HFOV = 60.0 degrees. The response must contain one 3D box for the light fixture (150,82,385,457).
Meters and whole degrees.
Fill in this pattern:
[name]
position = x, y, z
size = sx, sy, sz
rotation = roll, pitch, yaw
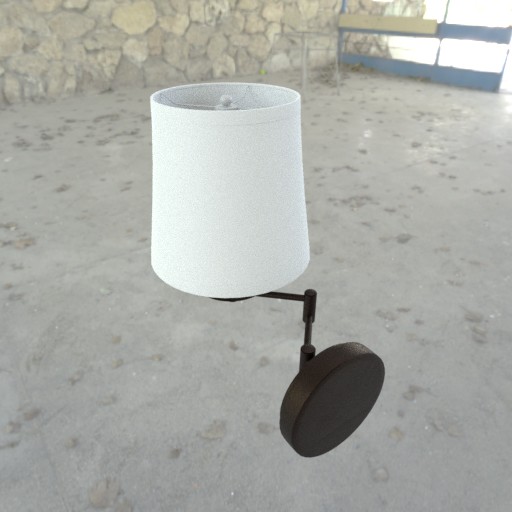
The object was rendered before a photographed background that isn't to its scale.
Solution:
[light fixture]
position = 0.000, 0.000, 0.259
size = 0.100, 0.172, 0.157
rotation = -19, 35, -29
